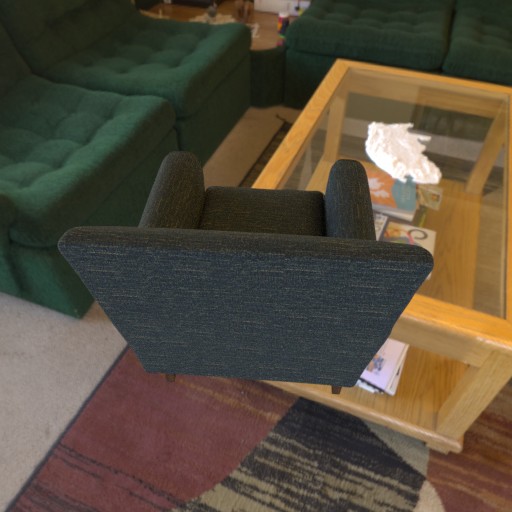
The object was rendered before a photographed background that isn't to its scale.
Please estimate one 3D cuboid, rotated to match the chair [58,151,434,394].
[{"bbox_3d":[0.000,0.000,1.619,0.864,0.928,0.873,3,46,3],"label":"chair"}]
